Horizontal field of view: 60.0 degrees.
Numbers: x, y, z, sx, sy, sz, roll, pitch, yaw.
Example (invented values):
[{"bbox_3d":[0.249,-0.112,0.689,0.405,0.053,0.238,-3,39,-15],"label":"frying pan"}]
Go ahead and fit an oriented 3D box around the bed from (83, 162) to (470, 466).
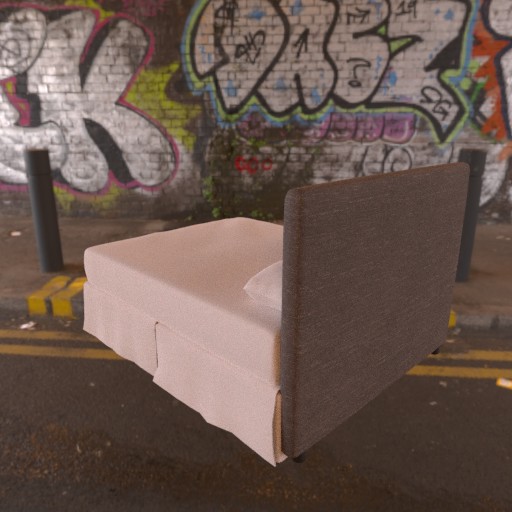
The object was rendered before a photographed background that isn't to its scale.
[{"bbox_3d":[0.000,0.000,3.102,1.723,1.330,2.142,-16,23,-42],"label":"bed"}]
